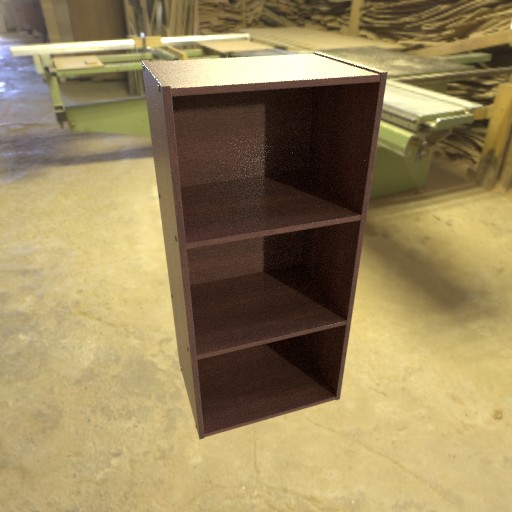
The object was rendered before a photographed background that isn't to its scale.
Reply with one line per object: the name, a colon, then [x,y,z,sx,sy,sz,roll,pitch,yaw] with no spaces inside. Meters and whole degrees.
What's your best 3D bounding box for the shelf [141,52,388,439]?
shelf: [0.000,0.000,1.102,0.414,0.879,0.290,-10,33,-16]
